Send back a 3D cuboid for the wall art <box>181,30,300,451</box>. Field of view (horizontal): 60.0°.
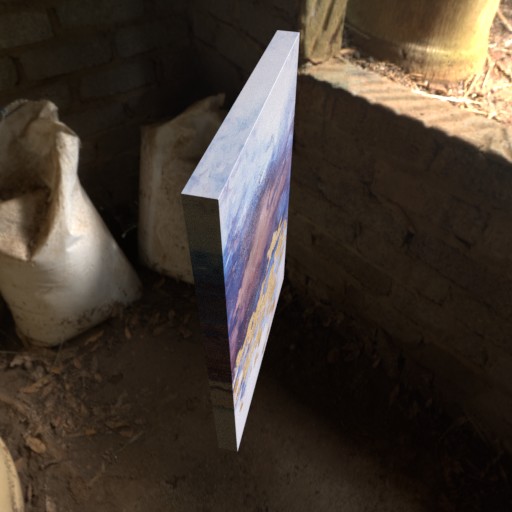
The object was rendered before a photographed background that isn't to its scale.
[{"bbox_3d":[0.000,0.000,0.757,0.036,0.581,0.437,10,46,10],"label":"wall art"}]
